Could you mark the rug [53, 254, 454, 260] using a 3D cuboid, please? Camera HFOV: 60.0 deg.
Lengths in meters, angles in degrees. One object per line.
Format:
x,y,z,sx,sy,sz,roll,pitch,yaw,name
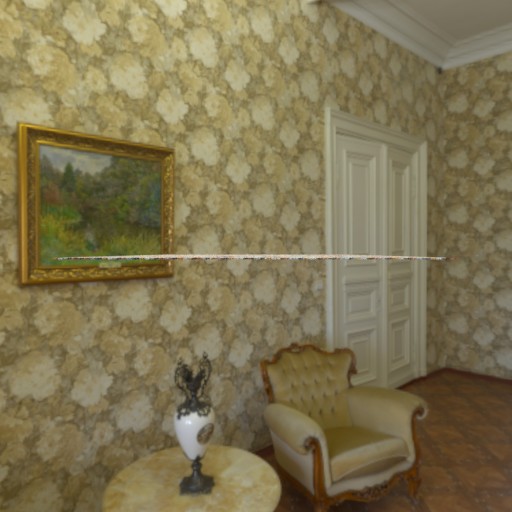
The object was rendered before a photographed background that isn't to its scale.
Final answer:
0.000,0.000,4.316,2.439,0.015,3.274,0,1,1,rug
